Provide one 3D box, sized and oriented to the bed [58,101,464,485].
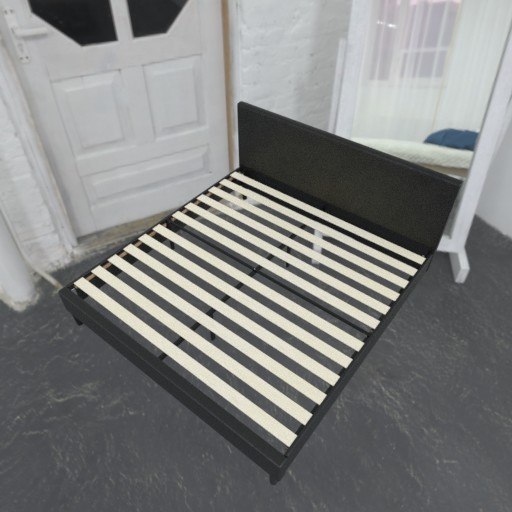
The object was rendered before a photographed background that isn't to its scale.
[{"bbox_3d":[0.000,0.000,3.305,2.018,1.046,2.152,29,51,26],"label":"bed"}]
